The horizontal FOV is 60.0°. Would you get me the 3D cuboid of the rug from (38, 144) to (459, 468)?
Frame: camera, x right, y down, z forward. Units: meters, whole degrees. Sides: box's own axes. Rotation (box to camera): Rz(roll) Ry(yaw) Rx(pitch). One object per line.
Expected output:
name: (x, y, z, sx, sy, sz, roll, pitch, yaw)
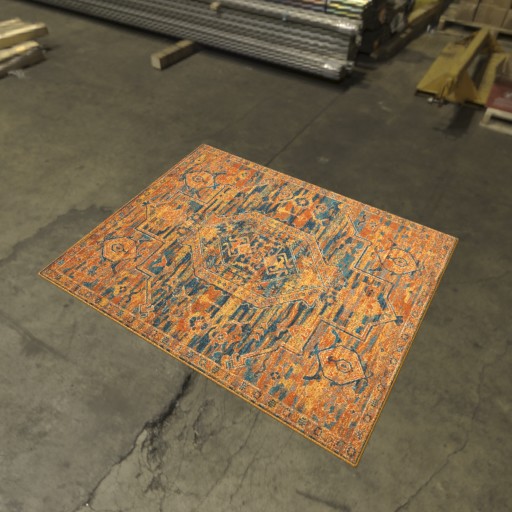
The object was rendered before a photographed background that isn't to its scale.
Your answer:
rug: (0.000, 0.000, 4.065, 3.040, 0.031, 2.435, 25, 52, 21)
